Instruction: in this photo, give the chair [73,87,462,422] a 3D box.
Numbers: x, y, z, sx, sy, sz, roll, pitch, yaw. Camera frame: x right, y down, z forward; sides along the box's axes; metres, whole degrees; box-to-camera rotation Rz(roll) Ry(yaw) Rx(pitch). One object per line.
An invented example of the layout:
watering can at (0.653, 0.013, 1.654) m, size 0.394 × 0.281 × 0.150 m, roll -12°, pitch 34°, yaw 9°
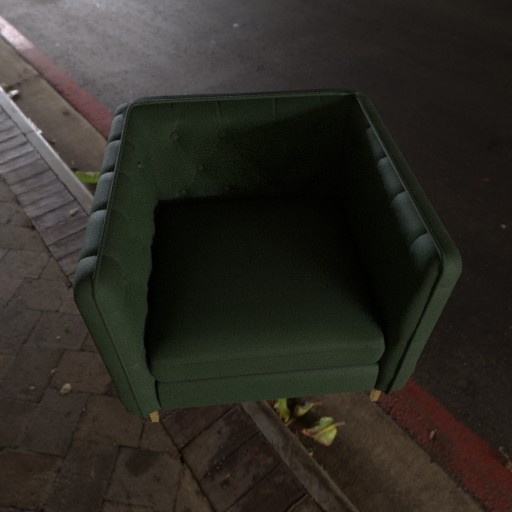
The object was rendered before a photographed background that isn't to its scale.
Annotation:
chair at (0.000, 0.000, 1.503) m, size 0.917 × 0.768 × 0.855 m, roll -4°, pitch 46°, yaw -4°
